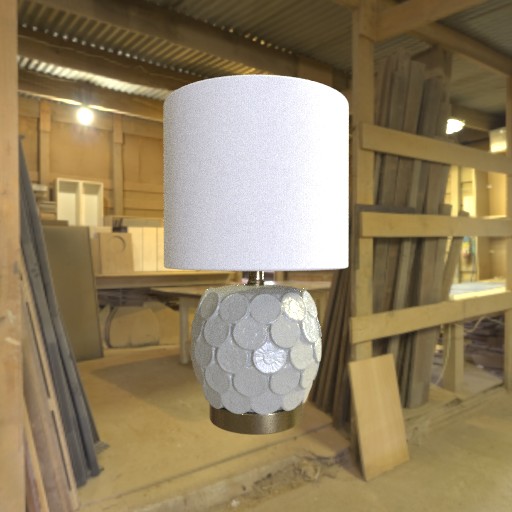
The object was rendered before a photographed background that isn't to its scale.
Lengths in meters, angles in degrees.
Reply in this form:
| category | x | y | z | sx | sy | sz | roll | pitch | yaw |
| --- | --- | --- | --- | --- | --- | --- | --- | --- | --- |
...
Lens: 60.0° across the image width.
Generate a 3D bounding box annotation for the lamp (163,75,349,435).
| category | x | y | z | sx | sy | sz | roll | pitch | yaw |
| --- | --- | --- | --- | --- | --- | --- | --- | --- | --- |
| lamp | 0.000 | 0.000 | 0.624 | 0.254 | 0.452 | 0.254 | 0 | 1 | 0 |
